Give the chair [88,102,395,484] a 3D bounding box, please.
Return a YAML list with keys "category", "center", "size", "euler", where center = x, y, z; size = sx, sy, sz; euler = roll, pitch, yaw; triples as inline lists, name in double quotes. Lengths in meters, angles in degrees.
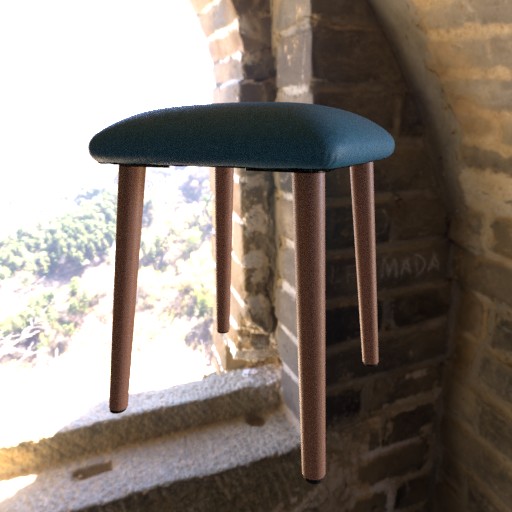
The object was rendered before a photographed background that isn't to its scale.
- category: "chair"
  center: [0.000, 0.000, 0.695]
  size: [0.360, 0.450, 0.360]
  euler: [7, 17, 25]
